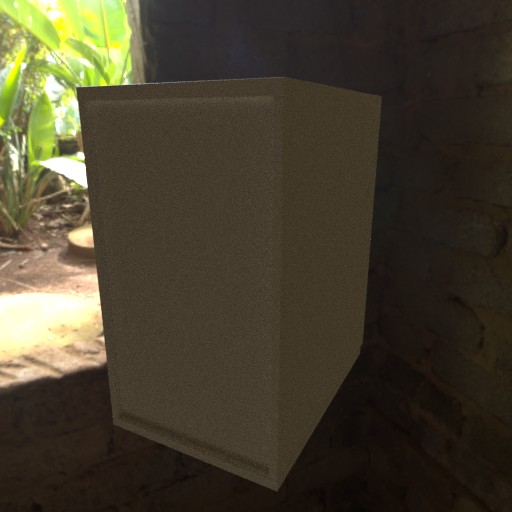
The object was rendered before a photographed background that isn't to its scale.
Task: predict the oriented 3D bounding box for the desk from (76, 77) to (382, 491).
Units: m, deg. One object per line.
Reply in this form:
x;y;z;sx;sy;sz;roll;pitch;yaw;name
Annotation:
0.000;0.000;1.054;0.404;0.730;0.600;9;19;26;desk
